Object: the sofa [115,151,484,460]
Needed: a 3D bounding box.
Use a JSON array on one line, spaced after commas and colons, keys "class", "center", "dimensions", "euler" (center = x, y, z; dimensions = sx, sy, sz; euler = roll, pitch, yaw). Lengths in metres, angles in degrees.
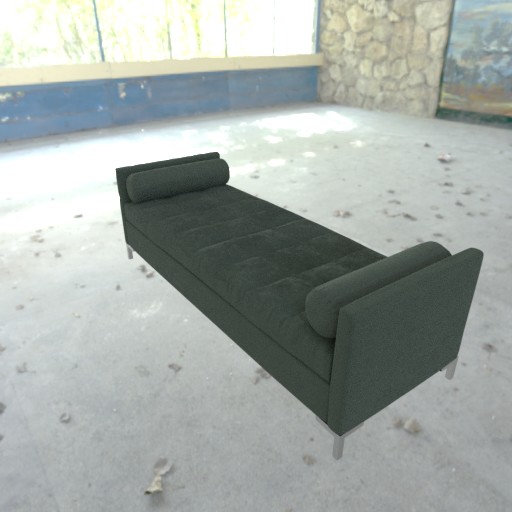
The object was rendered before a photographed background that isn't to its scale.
[{"class": "sofa", "center": [0.000, 0.000, 2.468], "dimensions": [0.797, 0.657, 2.102], "euler": [-18, 32, -32]}]
